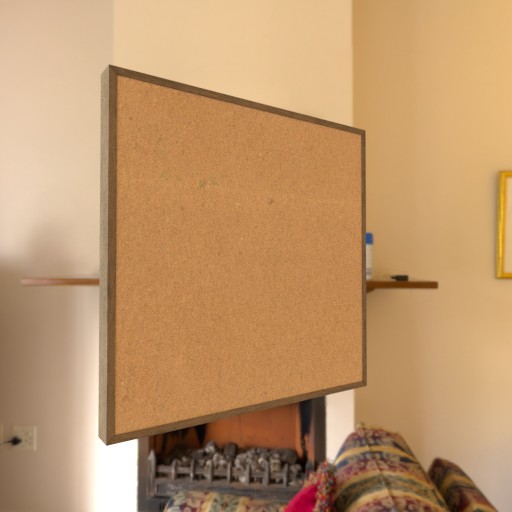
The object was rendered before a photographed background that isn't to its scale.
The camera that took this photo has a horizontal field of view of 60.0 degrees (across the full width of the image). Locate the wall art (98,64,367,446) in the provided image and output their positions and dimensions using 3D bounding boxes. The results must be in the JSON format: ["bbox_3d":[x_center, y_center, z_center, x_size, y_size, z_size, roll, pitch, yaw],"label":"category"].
[{"bbox_3d":[0.000,0.000,0.751,0.508,0.508,0.038,1,-1,-35],"label":"wall art"}]
